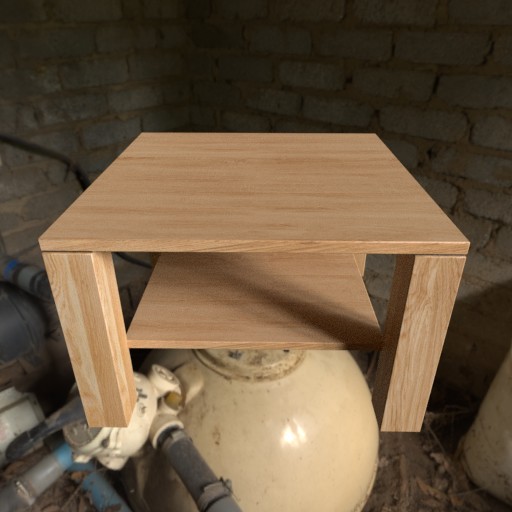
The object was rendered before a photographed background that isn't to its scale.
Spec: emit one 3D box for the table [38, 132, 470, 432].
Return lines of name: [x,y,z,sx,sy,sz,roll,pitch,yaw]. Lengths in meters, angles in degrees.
table: [0.000,0.000,1.130,0.700,0.450,0.700,0,29,1]
